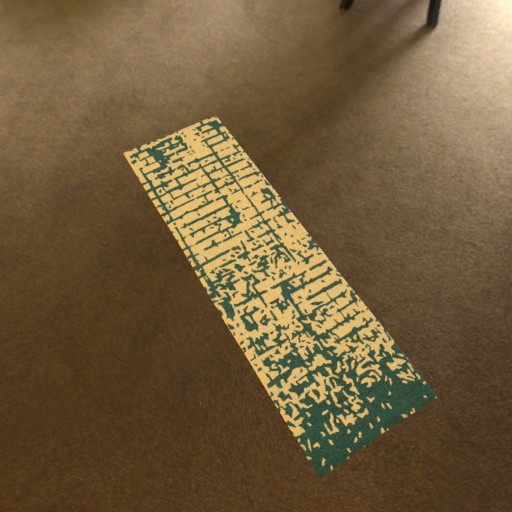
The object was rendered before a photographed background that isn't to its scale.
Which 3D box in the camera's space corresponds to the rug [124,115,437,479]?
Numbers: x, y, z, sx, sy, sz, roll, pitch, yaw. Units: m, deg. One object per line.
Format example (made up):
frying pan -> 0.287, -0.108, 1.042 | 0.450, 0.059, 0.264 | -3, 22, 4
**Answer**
rug -> 0.000, 0.000, 2.742 | 0.750, 0.011, 2.435 | -27, 63, -15
